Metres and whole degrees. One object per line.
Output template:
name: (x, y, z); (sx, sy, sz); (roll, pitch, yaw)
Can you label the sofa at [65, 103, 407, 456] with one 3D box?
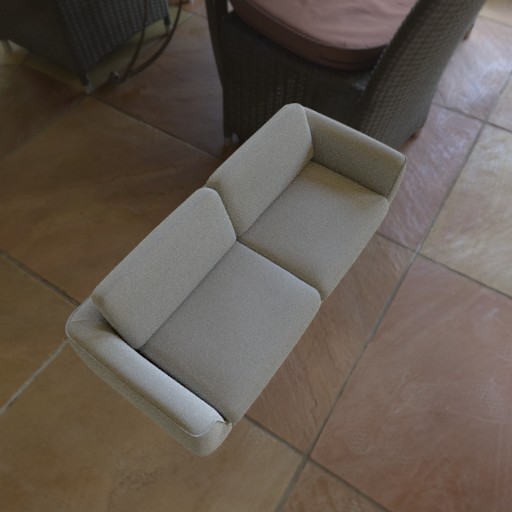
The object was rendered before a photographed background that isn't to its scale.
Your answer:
sofa: (0.000, 0.000, 2.504); (0.920, 0.850, 2.000); (31, 63, 18)
